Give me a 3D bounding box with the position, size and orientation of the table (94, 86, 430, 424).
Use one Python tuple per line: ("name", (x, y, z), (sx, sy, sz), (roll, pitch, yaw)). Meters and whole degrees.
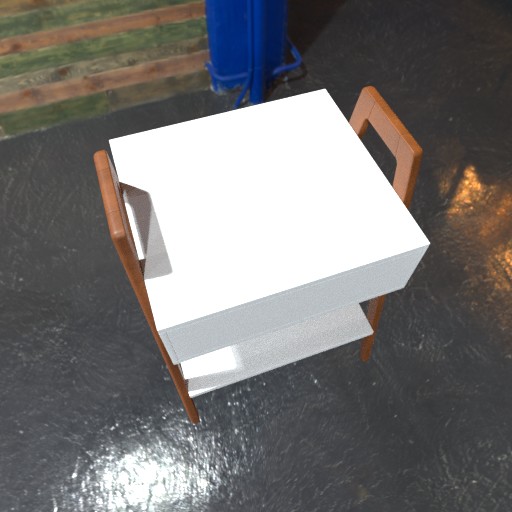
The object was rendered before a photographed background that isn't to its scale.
("table", (0.000, 0.000, 0.904), (0.457, 0.610, 0.405), (-17, 59, -10))
